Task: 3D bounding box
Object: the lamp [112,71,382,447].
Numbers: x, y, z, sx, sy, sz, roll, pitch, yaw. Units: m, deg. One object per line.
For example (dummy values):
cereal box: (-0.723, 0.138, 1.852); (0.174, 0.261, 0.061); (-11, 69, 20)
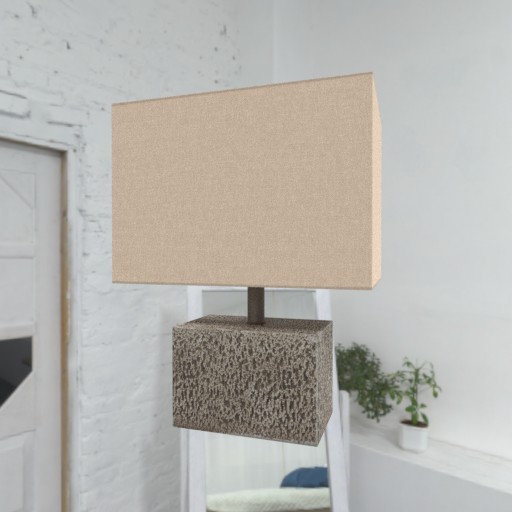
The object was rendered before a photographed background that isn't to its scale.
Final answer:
lamp: (0.000, 0.000, 0.555); (0.294, 0.411, 0.180); (0, 1, 18)
